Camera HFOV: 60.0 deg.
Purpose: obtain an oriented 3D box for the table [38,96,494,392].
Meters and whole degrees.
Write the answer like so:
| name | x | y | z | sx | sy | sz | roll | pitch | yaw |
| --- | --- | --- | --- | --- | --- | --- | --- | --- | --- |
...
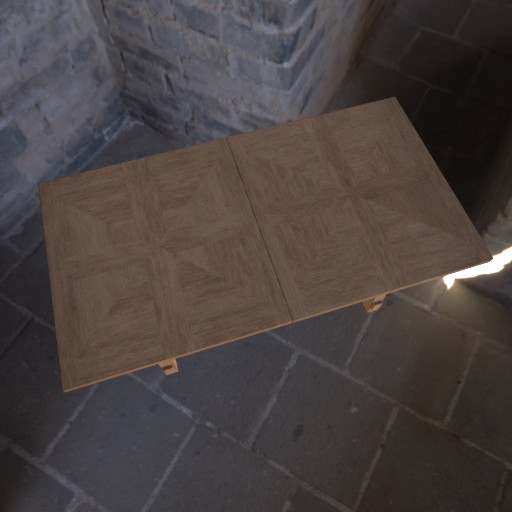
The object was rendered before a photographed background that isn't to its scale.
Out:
| name | x | y | z | sx | sy | sz | roll | pitch | yaw |
| --- | --- | --- | --- | --- | --- | --- | --- | --- | --- |
| table | 0.000 | 0.000 | 2.387 | 1.881 | 0.768 | 1.016 | -16 | 65 | -8 |
